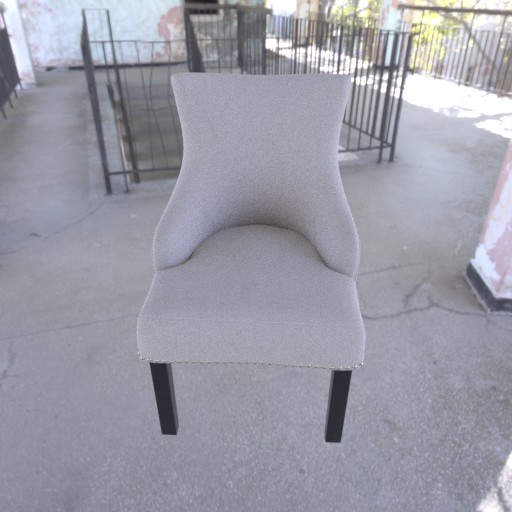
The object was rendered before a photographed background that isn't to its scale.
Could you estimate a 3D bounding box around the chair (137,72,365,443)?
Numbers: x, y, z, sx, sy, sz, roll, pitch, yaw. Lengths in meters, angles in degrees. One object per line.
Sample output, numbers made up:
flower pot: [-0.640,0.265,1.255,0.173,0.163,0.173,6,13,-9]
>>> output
chair: [0.000,0.000,1.272,0.566,0.909,0.629,2,31,3]
